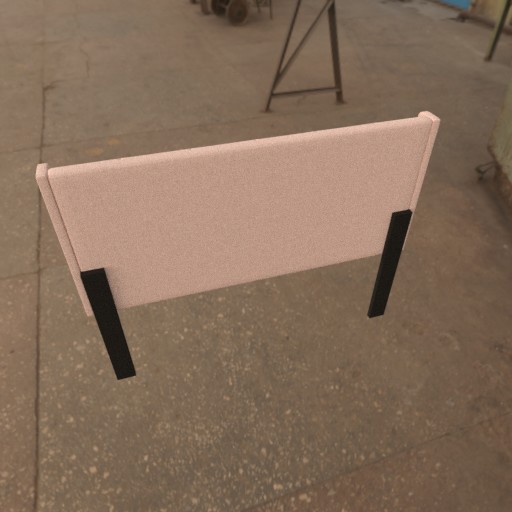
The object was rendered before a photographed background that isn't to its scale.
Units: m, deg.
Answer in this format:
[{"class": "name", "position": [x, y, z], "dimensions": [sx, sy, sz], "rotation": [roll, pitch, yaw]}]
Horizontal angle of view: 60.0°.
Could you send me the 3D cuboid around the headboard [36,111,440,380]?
[{"class": "headboard", "position": [0.000, 0.000, 2.700], "dimensions": [2.051, 1.524, 0.184], "rotation": [-11, 42, -13]}]
